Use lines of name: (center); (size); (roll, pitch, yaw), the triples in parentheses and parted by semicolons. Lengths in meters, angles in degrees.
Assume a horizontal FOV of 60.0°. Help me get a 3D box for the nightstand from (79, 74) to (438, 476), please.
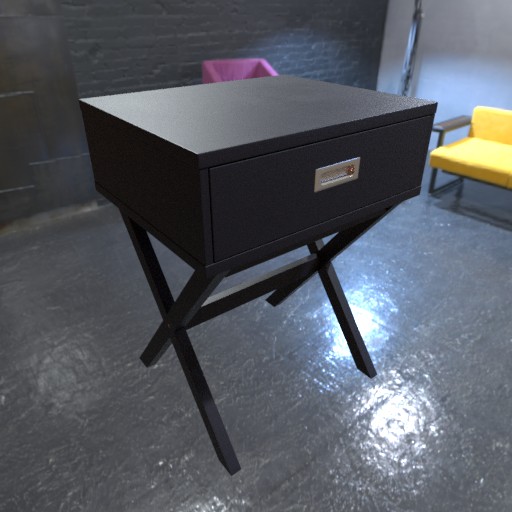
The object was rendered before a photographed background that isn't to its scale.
nightstand: (0.000, 0.000, 0.924); (0.479, 0.623, 0.402); (-21, 36, -32)
